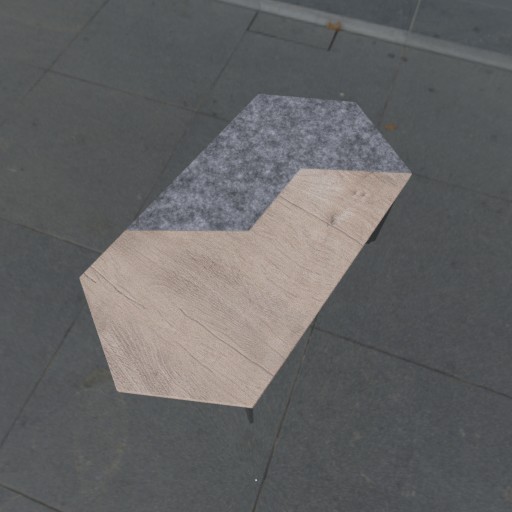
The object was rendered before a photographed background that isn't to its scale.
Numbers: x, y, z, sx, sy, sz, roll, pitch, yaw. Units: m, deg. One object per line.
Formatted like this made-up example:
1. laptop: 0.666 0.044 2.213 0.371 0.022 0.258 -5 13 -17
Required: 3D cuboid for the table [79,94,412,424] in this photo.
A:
1. table: 0.000 0.000 1.551 0.609 0.457 1.219 32 68 15
